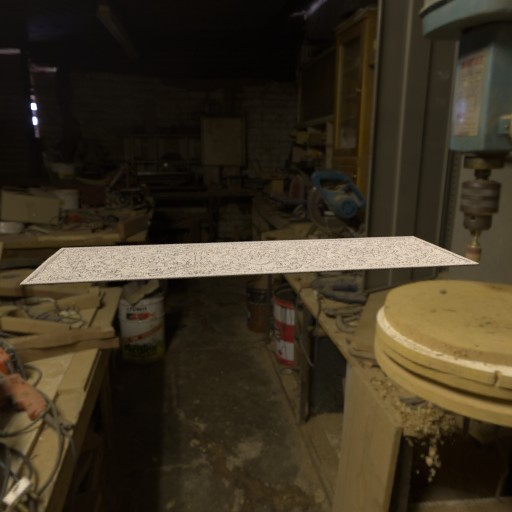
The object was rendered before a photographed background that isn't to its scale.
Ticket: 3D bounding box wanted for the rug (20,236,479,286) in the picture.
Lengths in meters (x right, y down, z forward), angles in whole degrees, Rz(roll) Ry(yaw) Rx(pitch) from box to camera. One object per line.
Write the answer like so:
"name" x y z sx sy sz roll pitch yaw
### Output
"rug" 0.000 0.000 2.691 2.448 0.012 0.769 -2 15 -8
